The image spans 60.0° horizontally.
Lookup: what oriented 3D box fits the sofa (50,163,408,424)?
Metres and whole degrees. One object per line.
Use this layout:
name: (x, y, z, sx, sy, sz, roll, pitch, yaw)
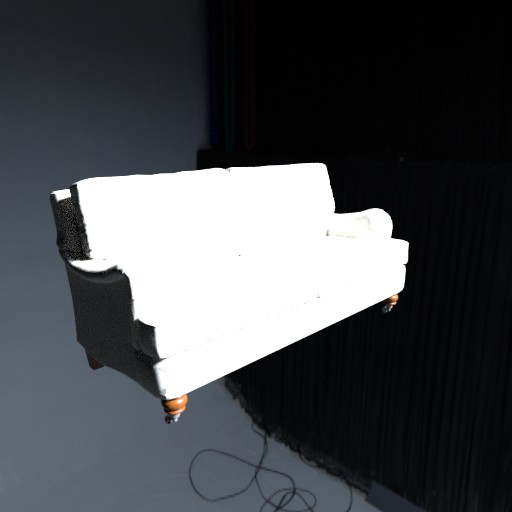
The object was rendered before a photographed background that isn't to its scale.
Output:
sofa: (0.000, 0.000, 2.836, 2.159, 1.087, 1.086, -14, 21, -43)
